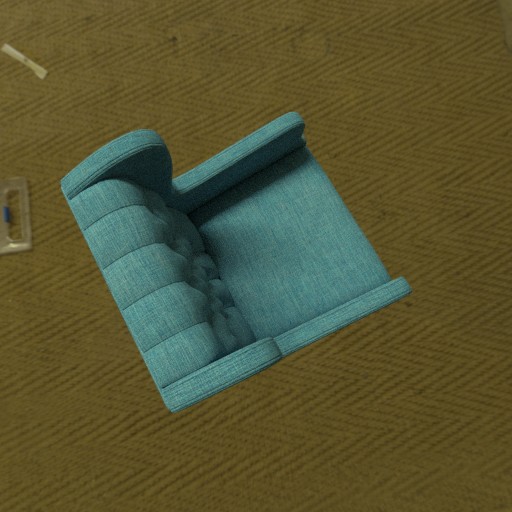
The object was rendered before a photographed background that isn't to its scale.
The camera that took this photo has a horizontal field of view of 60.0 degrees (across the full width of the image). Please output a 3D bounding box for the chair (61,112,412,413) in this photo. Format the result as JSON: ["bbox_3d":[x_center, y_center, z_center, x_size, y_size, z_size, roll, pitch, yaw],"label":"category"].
[{"bbox_3d":[0.000,0.000,1.485,0.775,0.952,0.711,-28,78,-6],"label":"chair"}]
